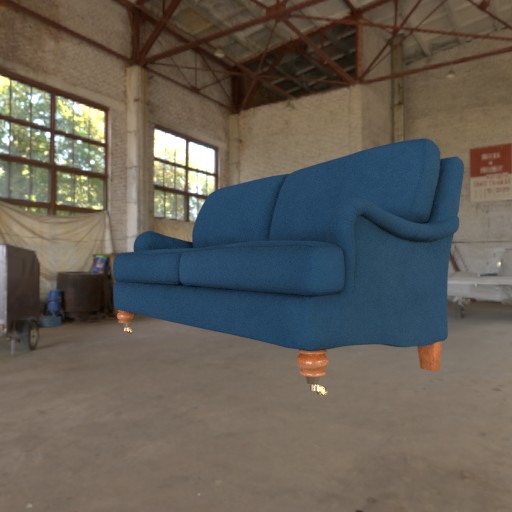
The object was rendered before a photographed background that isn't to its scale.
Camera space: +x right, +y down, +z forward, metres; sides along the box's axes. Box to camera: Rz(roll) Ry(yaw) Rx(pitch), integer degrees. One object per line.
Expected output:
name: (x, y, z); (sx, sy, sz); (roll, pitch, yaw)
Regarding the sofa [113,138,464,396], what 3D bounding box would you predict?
sofa: (0.000, 0.000, 2.692); (1.084, 1.101, 2.141); (1, -2, -37)
